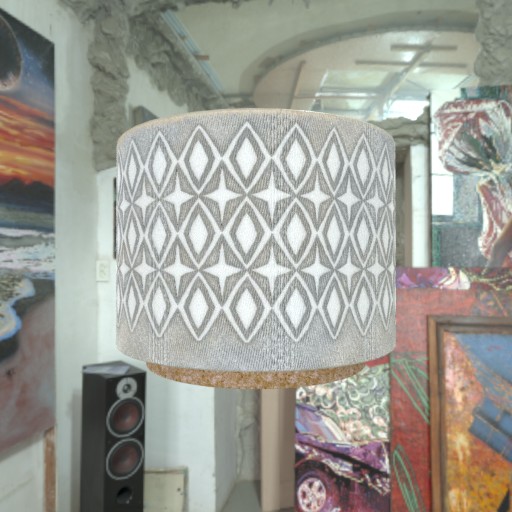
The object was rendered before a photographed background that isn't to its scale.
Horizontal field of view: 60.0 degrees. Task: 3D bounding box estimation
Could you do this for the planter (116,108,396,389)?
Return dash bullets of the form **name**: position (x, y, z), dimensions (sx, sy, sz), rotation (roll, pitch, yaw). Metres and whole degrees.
- **planter**: position (0.000, 0.000, 0.273), dimensions (0.164, 0.127, 0.164), rotation (0, -1, 0)
